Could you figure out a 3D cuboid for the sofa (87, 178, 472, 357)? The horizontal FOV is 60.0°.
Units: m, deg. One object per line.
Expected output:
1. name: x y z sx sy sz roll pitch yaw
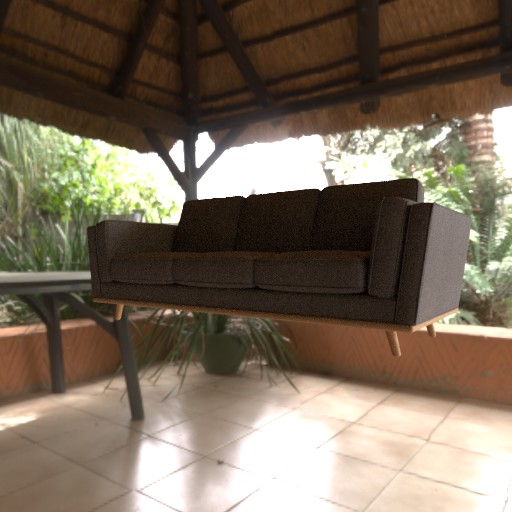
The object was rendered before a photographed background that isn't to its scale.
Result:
1. sofa: 0.000 0.000 2.800 2.362 0.899 0.903 0 0 36
